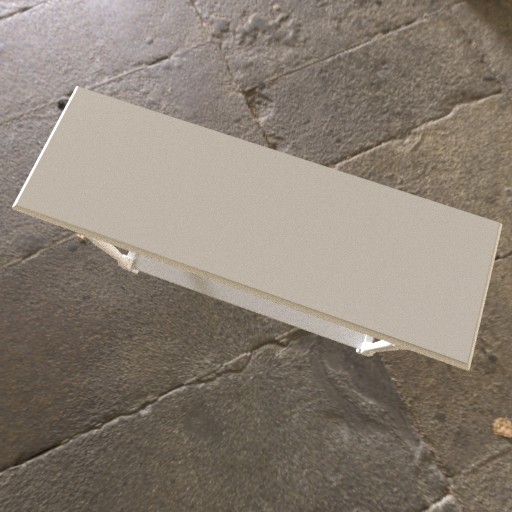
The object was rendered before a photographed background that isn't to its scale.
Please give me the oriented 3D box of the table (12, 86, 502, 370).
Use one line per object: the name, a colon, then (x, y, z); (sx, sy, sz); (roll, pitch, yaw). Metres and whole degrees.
table: (0.000, 0.000, 1.517); (1.197, 0.808, 0.384); (19, 76, 5)
